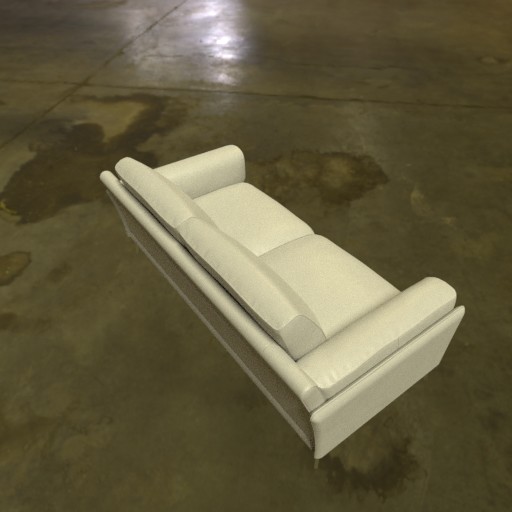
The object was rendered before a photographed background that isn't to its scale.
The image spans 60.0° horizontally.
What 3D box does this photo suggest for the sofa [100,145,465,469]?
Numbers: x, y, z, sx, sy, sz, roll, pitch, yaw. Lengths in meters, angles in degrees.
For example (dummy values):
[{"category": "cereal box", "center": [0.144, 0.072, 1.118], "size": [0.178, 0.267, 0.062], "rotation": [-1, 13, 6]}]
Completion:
[{"category": "sofa", "center": [0.000, 0.000, 2.646], "size": [1.049, 0.930, 2.101], "rotation": [-25, 46, -27]}]
